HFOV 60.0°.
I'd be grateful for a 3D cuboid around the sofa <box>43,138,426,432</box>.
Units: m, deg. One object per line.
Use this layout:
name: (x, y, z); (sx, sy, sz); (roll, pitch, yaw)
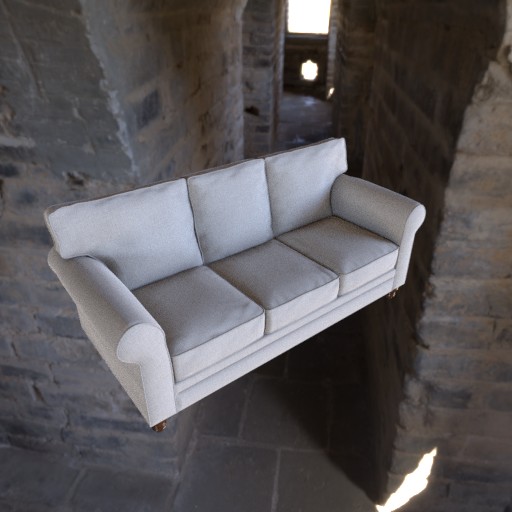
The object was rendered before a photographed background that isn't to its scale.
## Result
sofa: (0.000, 0.000, 2.621); (2.084, 0.961, 0.916); (-22, 36, -32)
